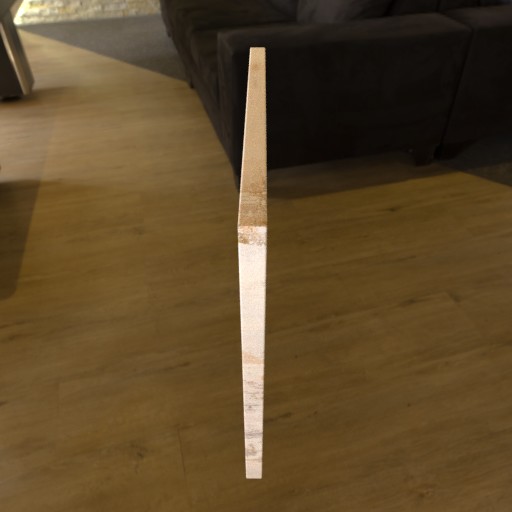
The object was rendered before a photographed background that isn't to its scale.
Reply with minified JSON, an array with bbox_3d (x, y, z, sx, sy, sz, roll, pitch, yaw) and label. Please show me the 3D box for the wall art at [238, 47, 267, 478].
[{"bbox_3d":[0.000,0.000,1.095,0.038,0.755,0.753,0,41,1],"label":"wall art"}]
